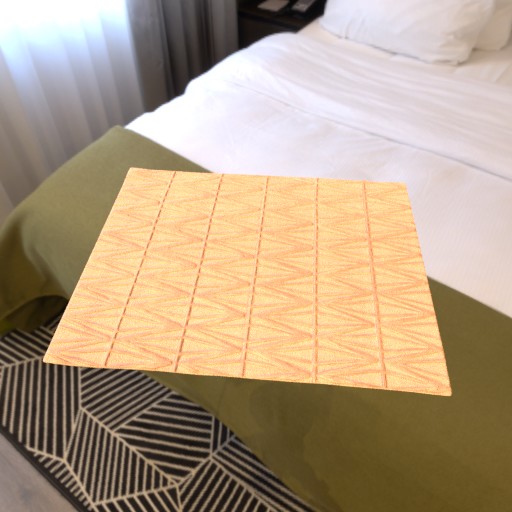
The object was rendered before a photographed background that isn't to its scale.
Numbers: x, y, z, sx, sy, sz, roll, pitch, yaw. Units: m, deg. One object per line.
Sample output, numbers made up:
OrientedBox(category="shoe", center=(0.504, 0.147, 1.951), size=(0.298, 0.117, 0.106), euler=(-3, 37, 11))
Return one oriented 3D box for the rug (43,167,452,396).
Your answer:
OrientedBox(category="rug", center=(0.000, 0.000, 4.083), size=(3.052, 0.043, 2.453), euler=(4, 48, 3))
